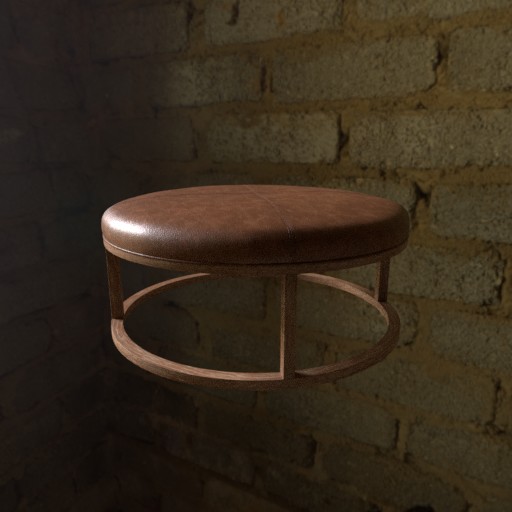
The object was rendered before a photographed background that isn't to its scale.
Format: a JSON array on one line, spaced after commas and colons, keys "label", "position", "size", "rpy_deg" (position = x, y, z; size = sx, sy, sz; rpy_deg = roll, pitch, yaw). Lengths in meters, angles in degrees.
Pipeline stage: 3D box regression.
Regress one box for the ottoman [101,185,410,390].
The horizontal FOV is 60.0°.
[{"label": "ottoman", "position": [0.000, 0.000, 1.550], "size": [1.006, 0.445, 1.006], "rpy_deg": [0, 15, 0]}]
